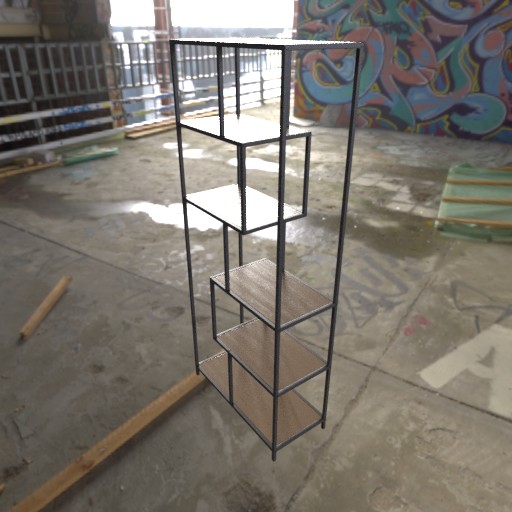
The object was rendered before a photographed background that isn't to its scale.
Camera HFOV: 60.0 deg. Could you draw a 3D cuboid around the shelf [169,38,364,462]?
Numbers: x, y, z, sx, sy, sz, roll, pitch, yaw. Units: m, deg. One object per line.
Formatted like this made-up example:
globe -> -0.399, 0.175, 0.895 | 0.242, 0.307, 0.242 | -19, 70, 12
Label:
shelf -> 0.000, 0.000, 2.117 | 0.350, 1.850, 0.770 | -19, 33, -32
